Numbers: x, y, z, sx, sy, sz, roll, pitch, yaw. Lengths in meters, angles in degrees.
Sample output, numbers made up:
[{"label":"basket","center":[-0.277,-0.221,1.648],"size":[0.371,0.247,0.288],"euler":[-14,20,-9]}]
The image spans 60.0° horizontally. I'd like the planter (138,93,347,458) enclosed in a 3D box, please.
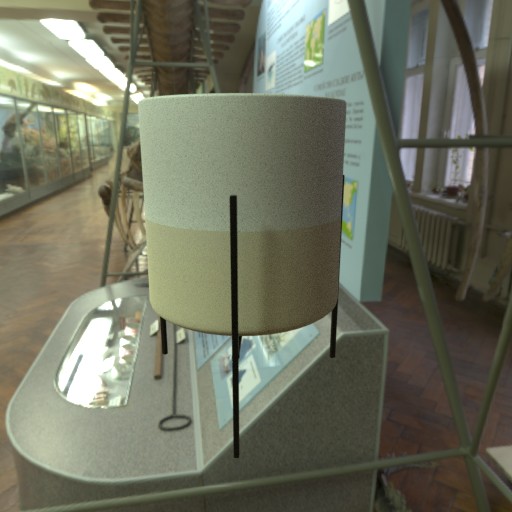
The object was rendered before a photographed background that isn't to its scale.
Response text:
[{"label":"planter","center":[0.000,0.000,0.547],"size":[0.263,0.362,0.267],"euler":[-3,15,-9]}]
